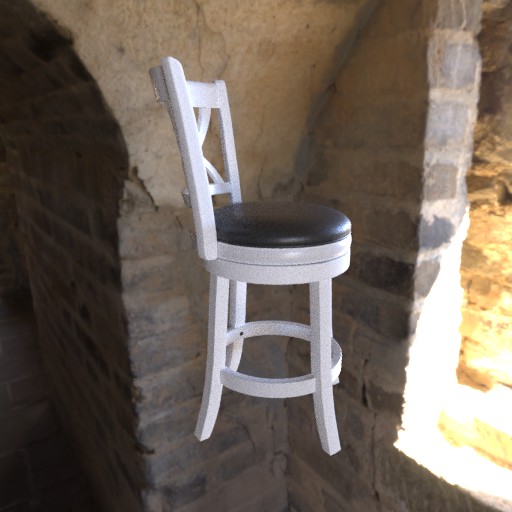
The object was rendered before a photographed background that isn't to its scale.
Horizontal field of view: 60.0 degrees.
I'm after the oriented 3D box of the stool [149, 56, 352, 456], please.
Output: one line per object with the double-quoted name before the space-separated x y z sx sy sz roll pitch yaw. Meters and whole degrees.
"stool" 0.000 0.000 1.218 0.508 0.953 0.444 3 16 9
